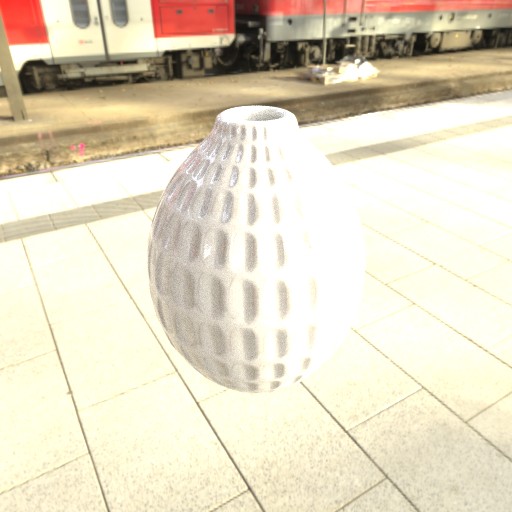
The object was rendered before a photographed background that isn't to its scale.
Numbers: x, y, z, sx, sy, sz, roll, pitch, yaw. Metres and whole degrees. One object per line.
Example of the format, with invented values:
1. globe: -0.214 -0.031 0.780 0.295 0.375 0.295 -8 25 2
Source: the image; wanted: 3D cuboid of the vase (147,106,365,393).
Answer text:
1. vase: 0.000 0.000 0.265 0.128 0.167 0.128 0 31 0
